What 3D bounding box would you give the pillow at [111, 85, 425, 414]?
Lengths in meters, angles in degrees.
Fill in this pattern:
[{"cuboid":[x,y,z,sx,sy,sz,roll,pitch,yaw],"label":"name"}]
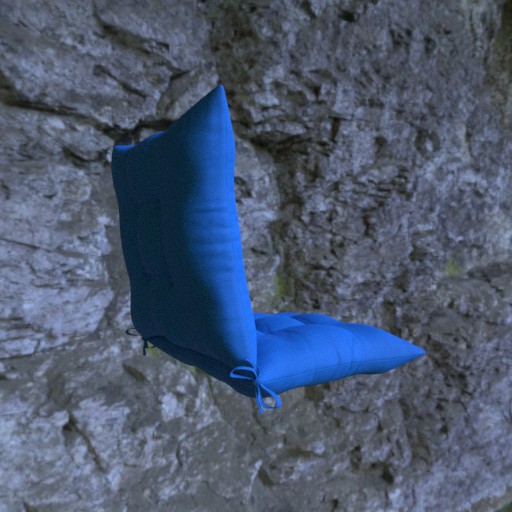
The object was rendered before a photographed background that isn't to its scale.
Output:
[{"cuboid":[0.000,0.000,1.024,0.585,0.536,0.541,0,0,-35],"label":"pillow"}]
